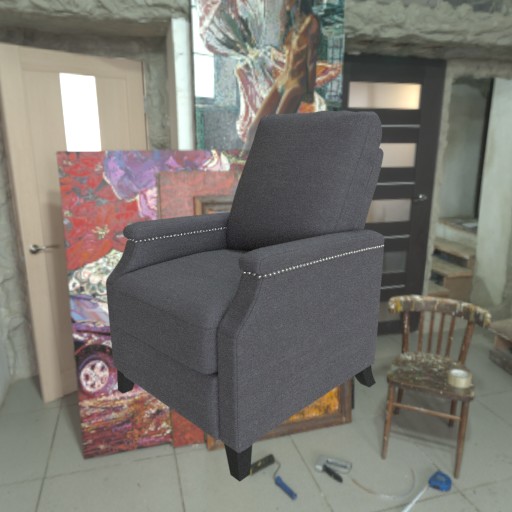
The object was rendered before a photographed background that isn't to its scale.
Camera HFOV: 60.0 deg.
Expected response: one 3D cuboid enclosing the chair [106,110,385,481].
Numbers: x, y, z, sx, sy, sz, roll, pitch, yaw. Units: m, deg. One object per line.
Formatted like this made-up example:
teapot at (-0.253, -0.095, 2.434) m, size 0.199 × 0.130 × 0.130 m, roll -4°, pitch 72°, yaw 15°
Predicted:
chair at (0.000, 0.000, 1.644) m, size 0.710 × 1.049 × 0.922 m, roll 14°, pitch 20°, yaw 43°
